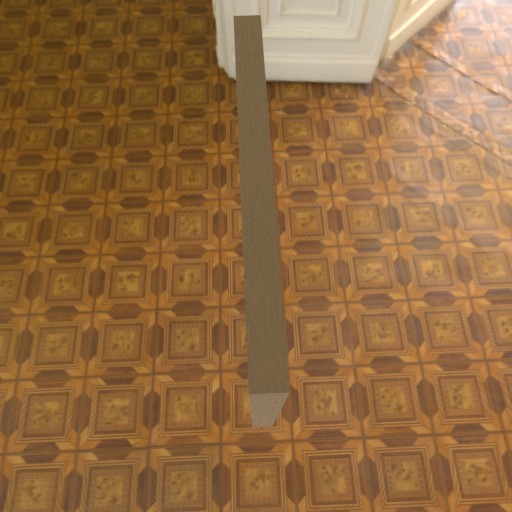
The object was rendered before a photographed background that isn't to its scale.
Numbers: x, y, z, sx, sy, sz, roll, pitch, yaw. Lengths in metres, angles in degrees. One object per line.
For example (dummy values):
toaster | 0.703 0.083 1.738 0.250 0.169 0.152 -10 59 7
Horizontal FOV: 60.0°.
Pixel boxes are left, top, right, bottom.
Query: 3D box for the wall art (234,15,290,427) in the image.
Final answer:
wall art | 0.000 0.000 0.745 0.038 0.506 0.508 -3 66 -1
